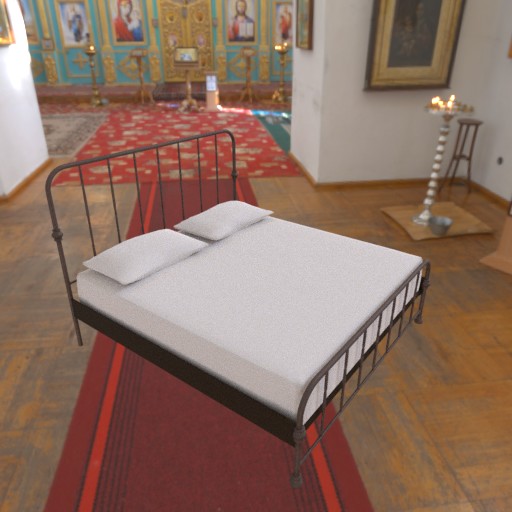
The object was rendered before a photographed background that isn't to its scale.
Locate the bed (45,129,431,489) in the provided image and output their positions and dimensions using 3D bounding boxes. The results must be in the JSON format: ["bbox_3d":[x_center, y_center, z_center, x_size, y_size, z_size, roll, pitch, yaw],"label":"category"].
[{"bbox_3d":[0.000,0.000,3.406,2.134,1.446,2.044,18,31,33],"label":"bed"}]
